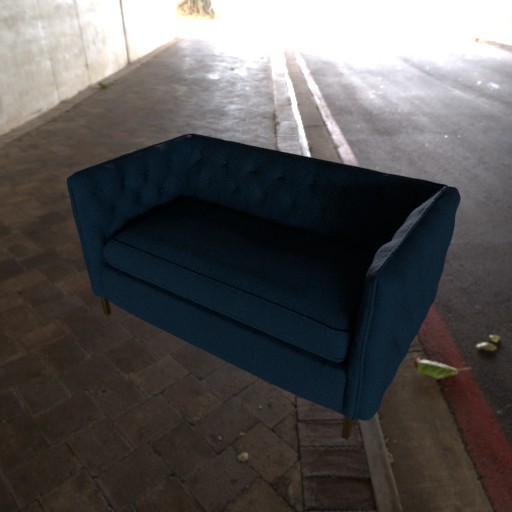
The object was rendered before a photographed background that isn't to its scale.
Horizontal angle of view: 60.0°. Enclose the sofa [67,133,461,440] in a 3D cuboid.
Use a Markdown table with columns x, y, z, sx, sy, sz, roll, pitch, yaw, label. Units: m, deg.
| x | y | z | sx | sy | sz | roll | pitch | yaw | label |
| --- | --- | --- | --- | --- | --- | --- | --- | --- | --- |
| 0.000 | 0.000 | 2.157 | 1.583 | 0.810 | 0.909 | 19 | 36 | 28 | sofa |
